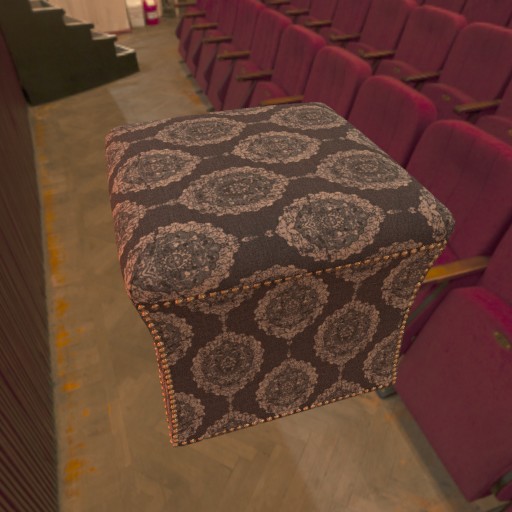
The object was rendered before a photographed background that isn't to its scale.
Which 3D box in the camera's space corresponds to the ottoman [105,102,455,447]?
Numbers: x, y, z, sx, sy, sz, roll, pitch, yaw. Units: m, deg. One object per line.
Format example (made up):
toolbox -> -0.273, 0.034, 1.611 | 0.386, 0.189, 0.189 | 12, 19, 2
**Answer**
ottoman -> 0.000, 0.000, 0.907 | 0.507, 0.475, 0.497 | -11, 41, -13
